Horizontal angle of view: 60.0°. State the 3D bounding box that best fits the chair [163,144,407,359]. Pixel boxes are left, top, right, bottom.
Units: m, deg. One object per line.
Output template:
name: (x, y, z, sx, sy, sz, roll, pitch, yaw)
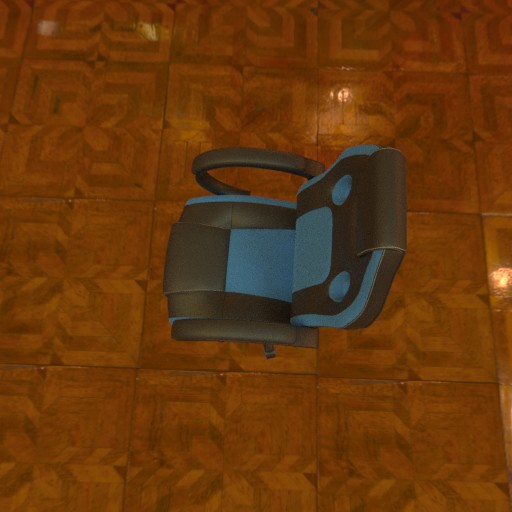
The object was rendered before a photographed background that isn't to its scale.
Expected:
chair: (0.000, 0.000, 1.604, 0.724, 1.187, 0.673, 4, 75, 1)
